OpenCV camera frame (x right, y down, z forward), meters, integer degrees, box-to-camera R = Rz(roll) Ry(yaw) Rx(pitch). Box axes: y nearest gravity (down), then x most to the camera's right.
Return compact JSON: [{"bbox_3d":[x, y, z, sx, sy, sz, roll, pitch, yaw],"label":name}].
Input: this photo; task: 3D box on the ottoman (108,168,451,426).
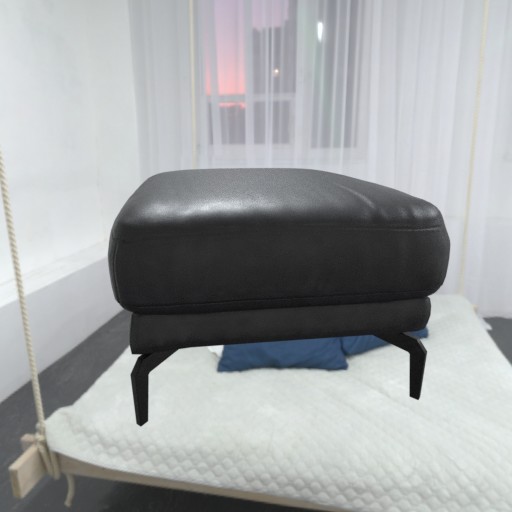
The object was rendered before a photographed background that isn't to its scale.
[{"bbox_3d":[0.000,0.000,1.067,0.570,0.402,0.764,-2,16,-9],"label":"ottoman"}]
